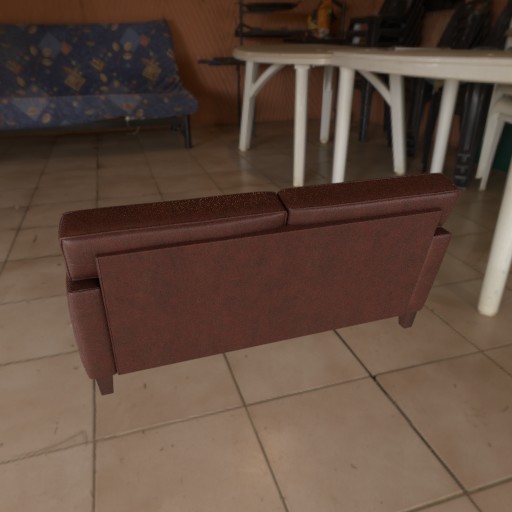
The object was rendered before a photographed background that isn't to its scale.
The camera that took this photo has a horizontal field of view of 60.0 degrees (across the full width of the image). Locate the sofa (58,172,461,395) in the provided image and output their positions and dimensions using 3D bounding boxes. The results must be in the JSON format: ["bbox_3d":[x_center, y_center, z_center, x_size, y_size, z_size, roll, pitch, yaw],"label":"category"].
[{"bbox_3d":[0.000,0.000,2.394,1.876,0.928,0.912,-8,27,-17],"label":"sofa"}]
